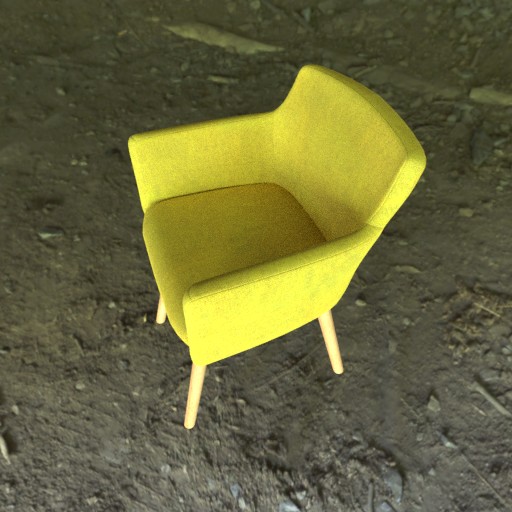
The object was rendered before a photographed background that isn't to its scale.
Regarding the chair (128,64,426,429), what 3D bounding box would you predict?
[{"bbox_3d":[0.000,0.000,1.144,0.570,0.780,0.570,-15,48,-15],"label":"chair"}]
